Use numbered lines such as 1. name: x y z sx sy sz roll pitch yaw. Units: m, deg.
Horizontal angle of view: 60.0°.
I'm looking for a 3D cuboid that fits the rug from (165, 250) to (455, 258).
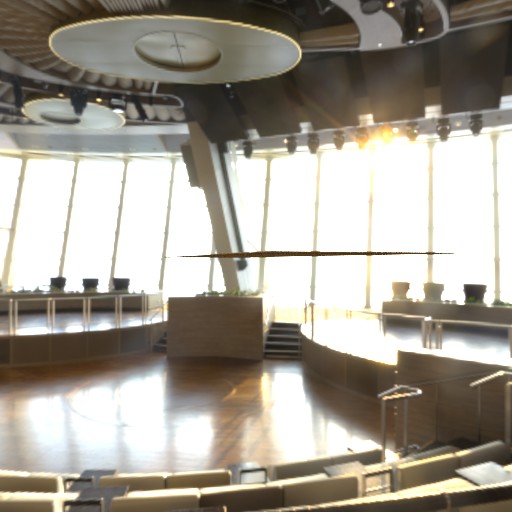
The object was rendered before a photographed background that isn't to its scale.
1. rug: 0.000 0.000 2.727 0.775 0.010 2.438 0 -1 -20
